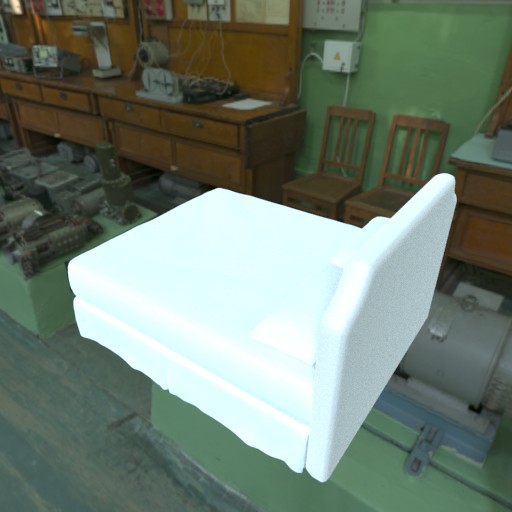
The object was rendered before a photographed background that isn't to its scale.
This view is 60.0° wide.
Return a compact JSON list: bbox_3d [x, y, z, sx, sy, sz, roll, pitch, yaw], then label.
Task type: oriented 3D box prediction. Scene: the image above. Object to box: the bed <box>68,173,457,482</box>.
[{"bbox_3d":[0.000,0.000,3.748,2.548,1.524,2.134,20,36,30],"label":"bed"}]
